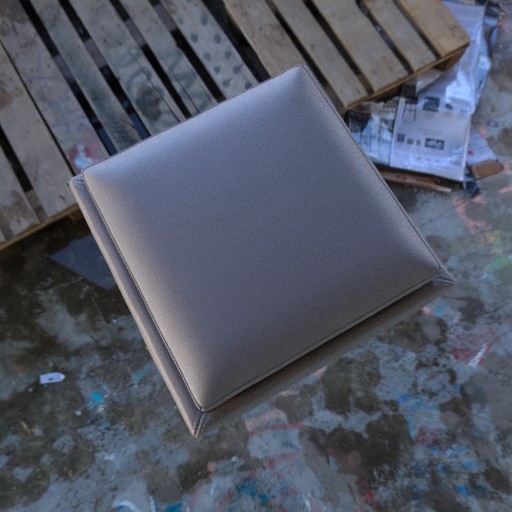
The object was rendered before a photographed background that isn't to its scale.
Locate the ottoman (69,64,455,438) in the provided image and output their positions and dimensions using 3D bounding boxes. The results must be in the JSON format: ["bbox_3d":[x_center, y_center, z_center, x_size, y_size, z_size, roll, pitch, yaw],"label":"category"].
[{"bbox_3d":[0.000,0.000,0.818,0.450,0.460,0.451,-29,77,-7],"label":"ottoman"}]
